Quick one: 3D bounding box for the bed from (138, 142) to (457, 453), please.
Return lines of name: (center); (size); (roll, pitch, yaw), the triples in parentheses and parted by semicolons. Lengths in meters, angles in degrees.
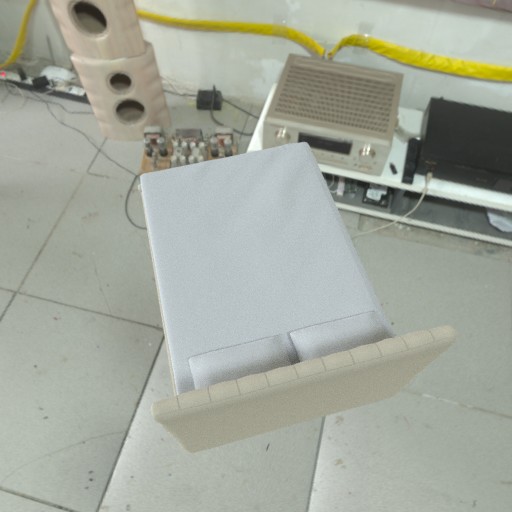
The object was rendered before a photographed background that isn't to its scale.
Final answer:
bed: (0.000, 0.000, 3.472); (1.698, 1.427, 2.387); (-13, 61, -7)
